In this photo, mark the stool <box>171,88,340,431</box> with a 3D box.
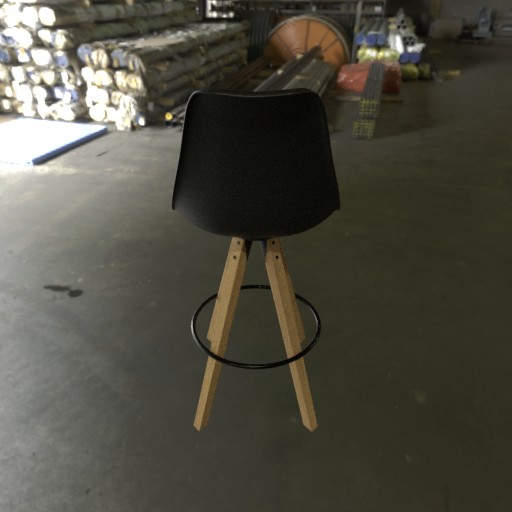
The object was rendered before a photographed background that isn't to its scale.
[{"bbox_3d":[0.000,0.000,1.420,0.485,1.115,0.550,0,31,0],"label":"stool"}]
